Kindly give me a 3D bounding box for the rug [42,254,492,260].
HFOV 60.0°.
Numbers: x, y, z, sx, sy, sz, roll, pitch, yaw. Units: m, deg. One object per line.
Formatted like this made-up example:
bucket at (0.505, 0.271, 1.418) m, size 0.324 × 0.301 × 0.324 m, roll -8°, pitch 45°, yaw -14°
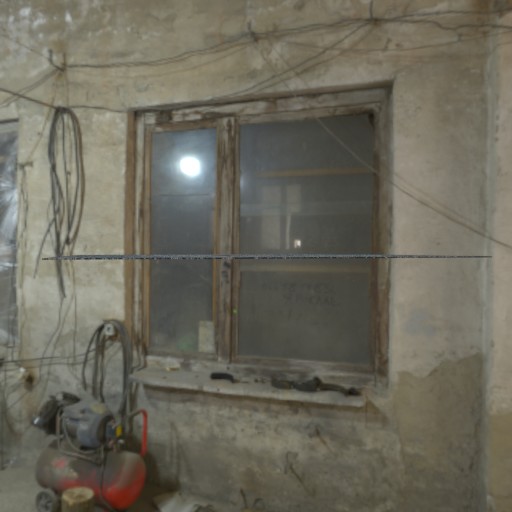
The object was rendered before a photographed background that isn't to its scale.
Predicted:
rug at (0.000, 0.000, 2.291) m, size 1.828 × 0.005 × 1.219 m, roll 0°, pitch 1°, yaw -17°
